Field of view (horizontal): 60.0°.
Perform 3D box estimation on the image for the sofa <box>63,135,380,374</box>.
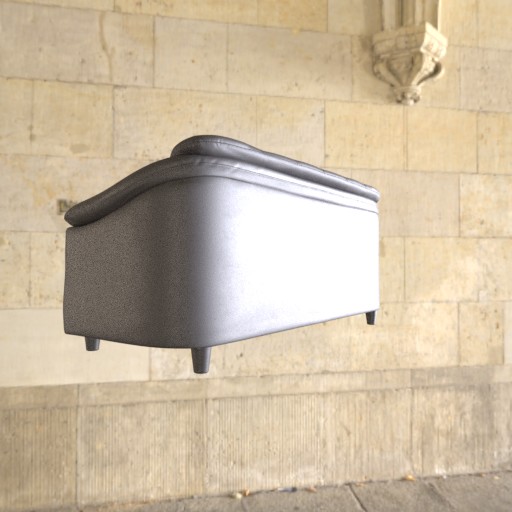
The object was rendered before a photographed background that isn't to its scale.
[{"bbox_3d":[0.000,0.000,2.278,0.800,0.811,1.829,-1,-1,37],"label":"sofa"}]
